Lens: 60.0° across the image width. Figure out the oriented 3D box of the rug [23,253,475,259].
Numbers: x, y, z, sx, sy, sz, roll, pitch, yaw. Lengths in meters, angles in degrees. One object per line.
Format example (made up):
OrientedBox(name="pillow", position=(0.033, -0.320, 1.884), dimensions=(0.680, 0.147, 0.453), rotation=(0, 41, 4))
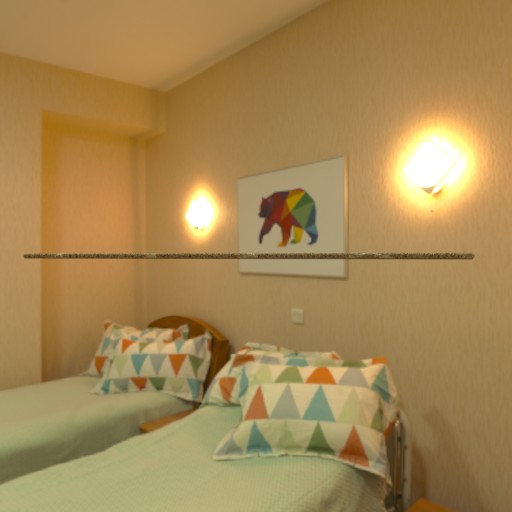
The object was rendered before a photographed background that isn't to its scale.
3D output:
OrientedBox(name="rug", position=(0.000, 0.000, 3.011), dimensions=(2.438, 0.030, 1.524), rotation=(0, 0, 16))
